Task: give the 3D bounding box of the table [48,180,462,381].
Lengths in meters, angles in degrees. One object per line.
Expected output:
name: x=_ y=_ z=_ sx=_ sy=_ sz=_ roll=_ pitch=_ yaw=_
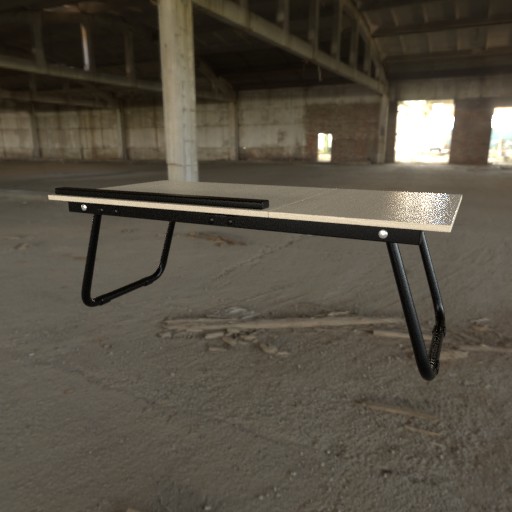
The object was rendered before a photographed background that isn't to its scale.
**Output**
table: x=0.000 y=0.000 z=0.795 sx=0.644 sy=0.242 sz=0.322 roll=7 pitch=16 yaw=25
